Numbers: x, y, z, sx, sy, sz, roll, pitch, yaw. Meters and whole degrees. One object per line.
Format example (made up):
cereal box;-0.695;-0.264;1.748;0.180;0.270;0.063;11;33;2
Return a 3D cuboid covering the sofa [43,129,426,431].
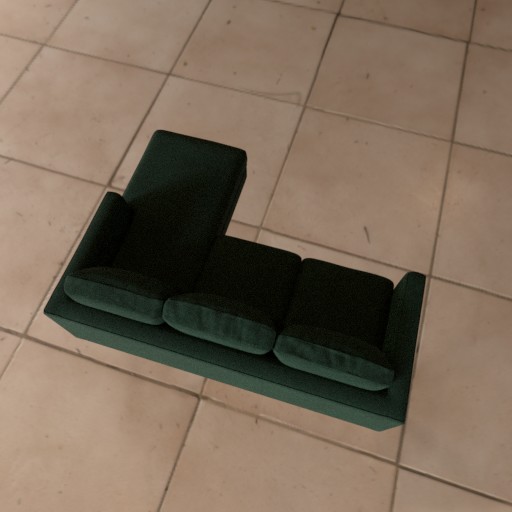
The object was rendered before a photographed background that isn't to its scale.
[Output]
sofa;0.000;0.000;2.869;2.030;0.899;1.580;15;65;7
